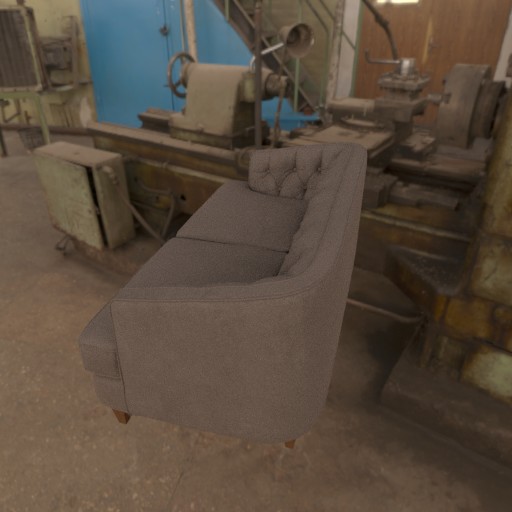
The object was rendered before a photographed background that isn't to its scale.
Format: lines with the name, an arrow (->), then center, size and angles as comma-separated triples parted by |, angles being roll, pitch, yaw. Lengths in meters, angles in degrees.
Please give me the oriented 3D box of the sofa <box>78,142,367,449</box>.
sofa -> 0.000, 0.000, 2.246 | 0.941, 0.855, 1.733 | 8, 32, 14
